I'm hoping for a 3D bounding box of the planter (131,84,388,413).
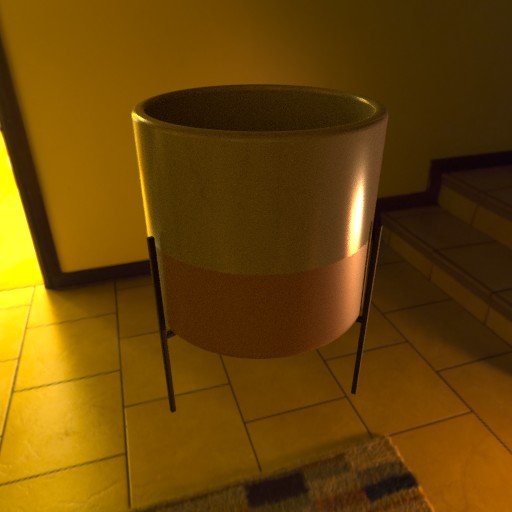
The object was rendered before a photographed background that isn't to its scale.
[{"bbox_3d":[0.000,0.000,0.723,0.360,0.480,0.348,-21,36,-32],"label":"planter"}]
